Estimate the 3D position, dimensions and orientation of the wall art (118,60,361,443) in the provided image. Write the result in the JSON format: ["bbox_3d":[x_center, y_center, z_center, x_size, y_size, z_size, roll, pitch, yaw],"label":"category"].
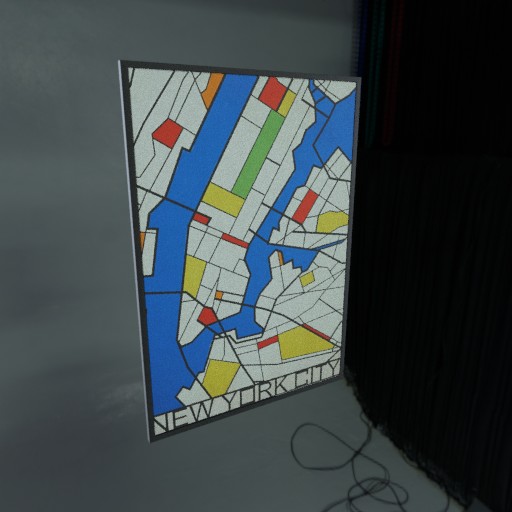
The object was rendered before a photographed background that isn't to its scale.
[{"bbox_3d":[0.000,0.000,0.843,0.457,0.657,0.013,-9,18,-28],"label":"wall art"}]
